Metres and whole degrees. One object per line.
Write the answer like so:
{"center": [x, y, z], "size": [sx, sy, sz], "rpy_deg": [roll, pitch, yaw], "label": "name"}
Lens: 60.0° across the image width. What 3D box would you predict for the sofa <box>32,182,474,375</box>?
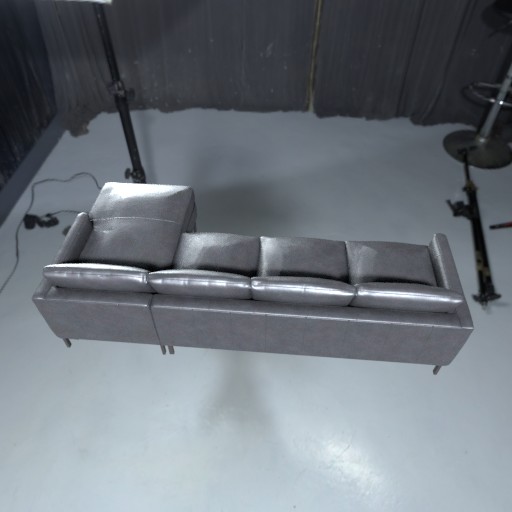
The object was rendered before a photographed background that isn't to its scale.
{"center": [0.000, 0.000, 3.602], "size": [2.993, 0.859, 1.471], "rpy_deg": [3, 47, 3], "label": "sofa"}
